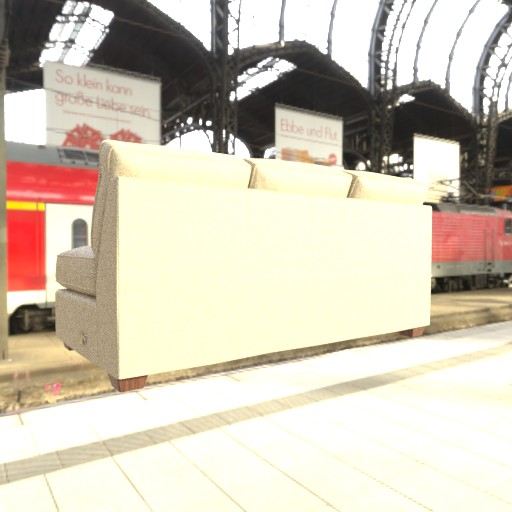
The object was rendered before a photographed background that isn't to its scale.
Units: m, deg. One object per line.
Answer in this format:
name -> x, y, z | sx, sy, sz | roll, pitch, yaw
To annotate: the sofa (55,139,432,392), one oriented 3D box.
sofa -> 0.000, 0.000, 2.527 | 1.962, 0.973, 1.027 | -1, 1, -36
